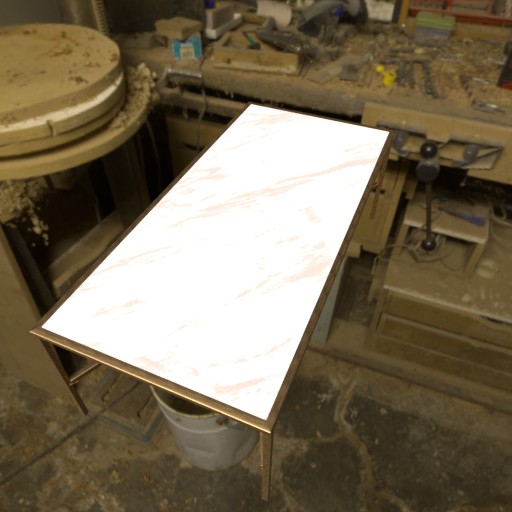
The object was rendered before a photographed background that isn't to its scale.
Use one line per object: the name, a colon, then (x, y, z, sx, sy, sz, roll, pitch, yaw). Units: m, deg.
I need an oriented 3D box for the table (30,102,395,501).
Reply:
table: (0.000, 0.000, 1.429, 0.577, 0.405, 1.197, 17, 47, 16)
